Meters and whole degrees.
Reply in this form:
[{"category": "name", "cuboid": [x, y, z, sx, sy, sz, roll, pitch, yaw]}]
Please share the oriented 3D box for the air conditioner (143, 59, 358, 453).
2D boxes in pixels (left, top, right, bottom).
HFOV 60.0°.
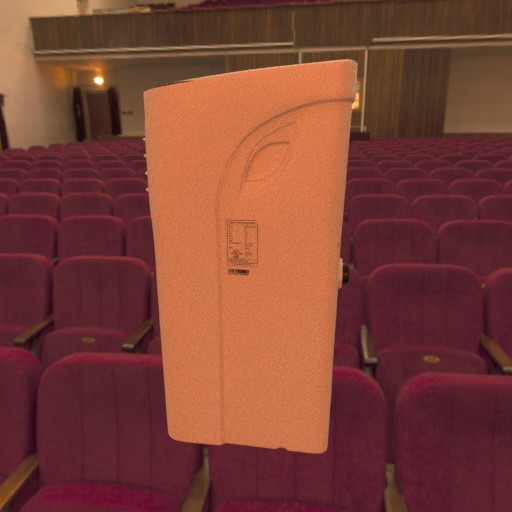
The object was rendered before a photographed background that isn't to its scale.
[{"category": "air conditioner", "cuboid": [0.000, 0.000, 0.923, 0.369, 0.716, 0.352, 2, 15, 8]}]
